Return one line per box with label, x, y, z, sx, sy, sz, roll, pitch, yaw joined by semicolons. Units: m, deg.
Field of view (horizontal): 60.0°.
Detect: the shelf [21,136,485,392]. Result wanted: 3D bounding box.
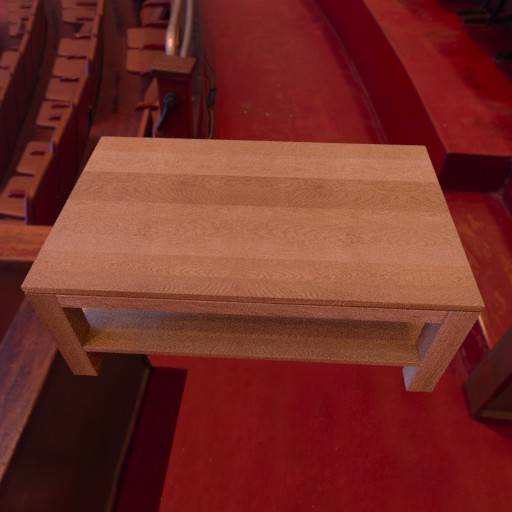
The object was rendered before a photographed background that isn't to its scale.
shelf;0.000;0.000;1.498;1.150;0.450;0.700;2;47;2
